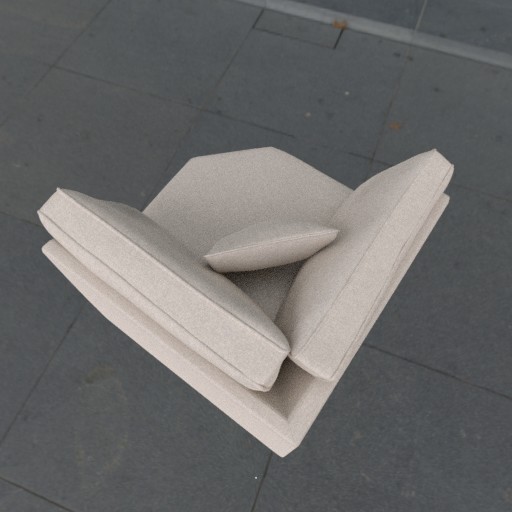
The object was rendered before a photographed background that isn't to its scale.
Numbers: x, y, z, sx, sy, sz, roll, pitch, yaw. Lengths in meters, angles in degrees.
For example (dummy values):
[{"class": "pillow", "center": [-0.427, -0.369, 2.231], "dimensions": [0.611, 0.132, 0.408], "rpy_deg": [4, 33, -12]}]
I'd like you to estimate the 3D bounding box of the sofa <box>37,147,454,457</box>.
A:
[{"class": "sofa", "center": [0.000, 0.000, 1.786], "dimensions": [1.042, 0.937, 1.050], "rpy_deg": [33, 68, 15]}]
